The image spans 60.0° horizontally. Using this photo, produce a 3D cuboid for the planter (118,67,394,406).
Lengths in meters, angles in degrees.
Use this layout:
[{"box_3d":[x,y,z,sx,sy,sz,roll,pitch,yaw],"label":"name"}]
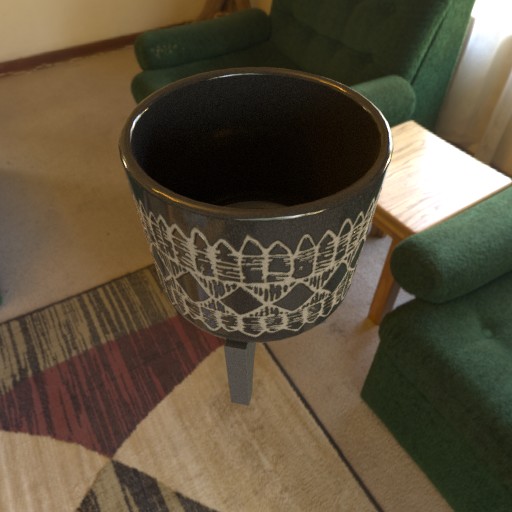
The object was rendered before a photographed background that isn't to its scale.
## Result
[{"box_3d":[0.000,0.000,0.539,0.251,0.355,0.251,33,55,27],"label":"planter"}]
